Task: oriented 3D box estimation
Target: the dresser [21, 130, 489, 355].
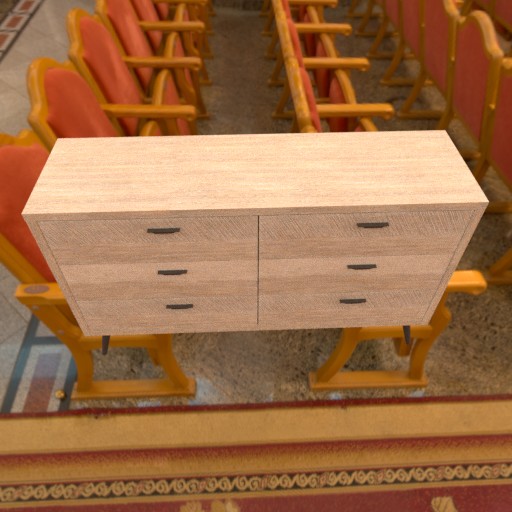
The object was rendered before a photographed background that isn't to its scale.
[{"bbox_3d":[0.000,0.000,1.921,1.524,0.914,0.457,-2,47,-2],"label":"dresser"}]
